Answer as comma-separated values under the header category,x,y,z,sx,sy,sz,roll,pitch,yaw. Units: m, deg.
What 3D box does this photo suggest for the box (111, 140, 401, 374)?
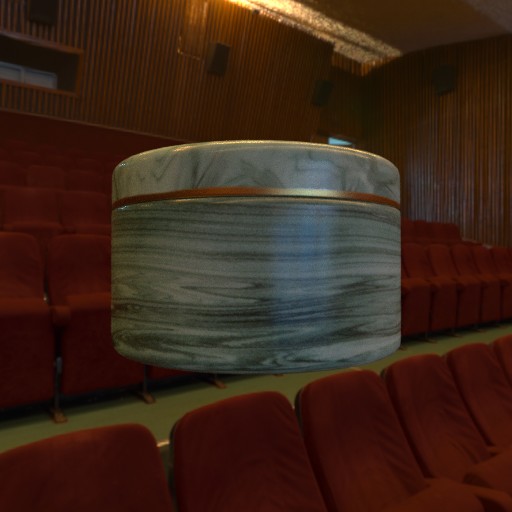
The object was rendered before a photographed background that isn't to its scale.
category,x,y,z,sx,sy,sz,roll,pitch,yaw
box,0.000,0.000,0.163,0.101,0.063,0.101,0,-1,0
